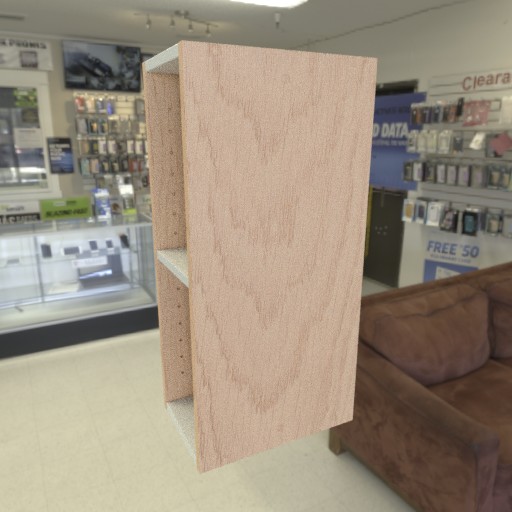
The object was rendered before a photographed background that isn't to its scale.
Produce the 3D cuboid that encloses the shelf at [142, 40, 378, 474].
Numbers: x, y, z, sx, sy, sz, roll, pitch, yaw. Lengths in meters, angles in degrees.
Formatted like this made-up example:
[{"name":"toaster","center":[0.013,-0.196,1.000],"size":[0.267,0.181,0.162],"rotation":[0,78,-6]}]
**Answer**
[{"name":"shelf","center":[0.000,0.000,0.736],"size":[0.290,0.600,0.200],"rotation":[-8,18,-26]}]
